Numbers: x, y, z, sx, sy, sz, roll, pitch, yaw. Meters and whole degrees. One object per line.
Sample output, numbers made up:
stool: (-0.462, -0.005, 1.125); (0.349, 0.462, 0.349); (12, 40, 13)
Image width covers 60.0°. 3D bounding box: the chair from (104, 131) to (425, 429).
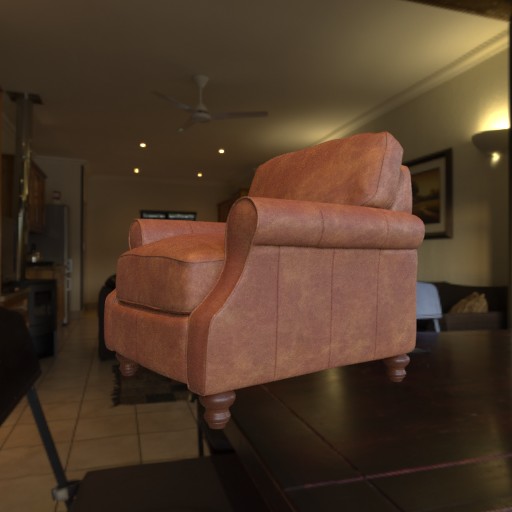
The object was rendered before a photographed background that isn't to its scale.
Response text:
chair: (0.000, 0.000, 1.757); (0.986, 0.962, 0.983); (0, -1, -36)
